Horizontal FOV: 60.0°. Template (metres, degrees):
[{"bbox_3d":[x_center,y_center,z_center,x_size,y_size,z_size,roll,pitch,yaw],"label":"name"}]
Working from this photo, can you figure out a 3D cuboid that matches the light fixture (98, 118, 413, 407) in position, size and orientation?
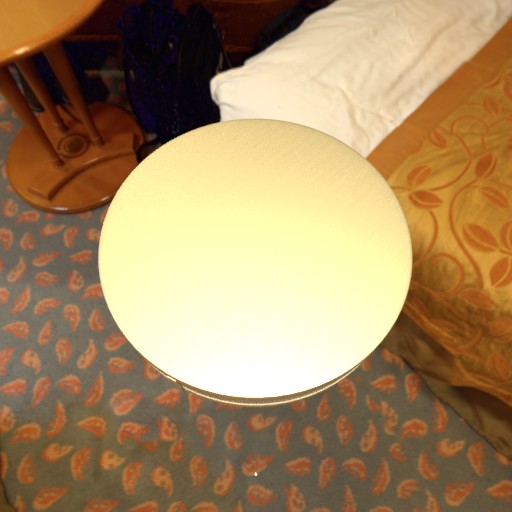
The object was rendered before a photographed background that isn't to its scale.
[{"bbox_3d":[0.000,0.000,0.549,0.356,0.102,0.356,0,64,0],"label":"light fixture"}]
